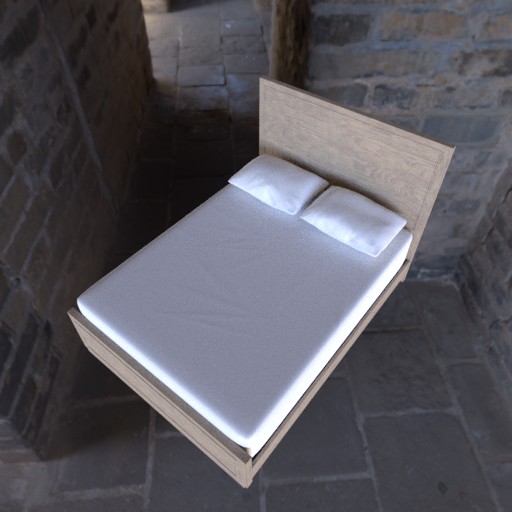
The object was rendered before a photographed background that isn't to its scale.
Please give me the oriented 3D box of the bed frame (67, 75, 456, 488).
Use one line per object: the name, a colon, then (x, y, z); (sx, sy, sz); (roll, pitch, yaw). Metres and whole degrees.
bed frame: (0.000, 0.000, 3.166); (1.606, 1.369, 2.189); (30, 54, 25)
